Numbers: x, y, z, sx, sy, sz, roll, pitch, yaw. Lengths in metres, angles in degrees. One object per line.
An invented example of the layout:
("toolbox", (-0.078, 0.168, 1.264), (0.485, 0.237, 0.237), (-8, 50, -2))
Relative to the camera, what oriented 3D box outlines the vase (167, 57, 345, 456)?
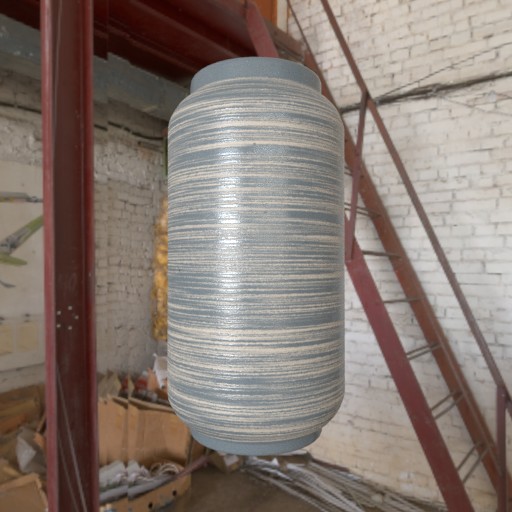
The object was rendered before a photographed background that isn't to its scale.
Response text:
("vase", (0.000, 0.000, 0.297), (0.116, 0.230, 0.116), (0, -1, 0))
